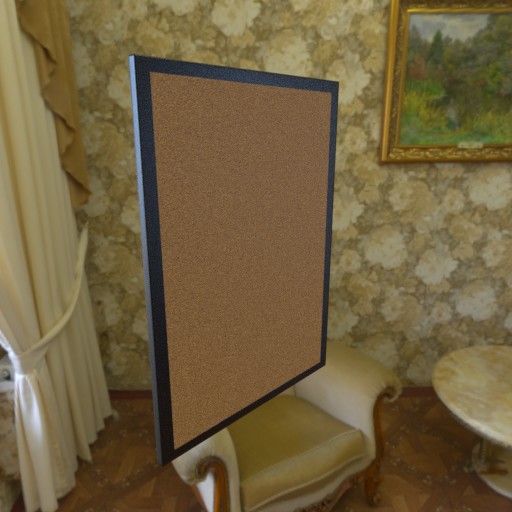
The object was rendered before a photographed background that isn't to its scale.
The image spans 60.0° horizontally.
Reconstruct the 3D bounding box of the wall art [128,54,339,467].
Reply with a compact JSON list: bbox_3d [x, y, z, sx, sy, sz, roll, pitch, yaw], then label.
[{"bbox_3d":[0.000,0.000,0.847,0.016,0.657,0.480,15,22,42],"label":"wall art"}]
